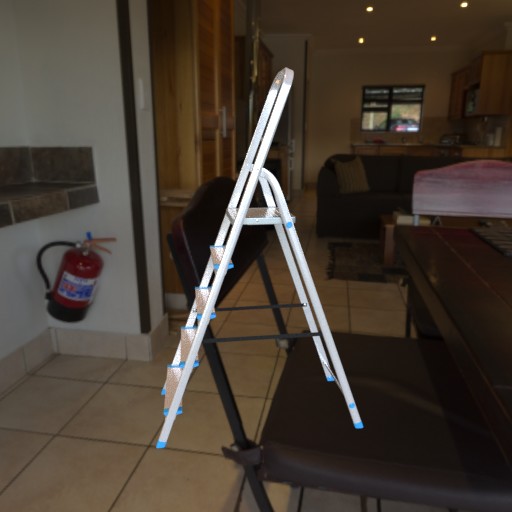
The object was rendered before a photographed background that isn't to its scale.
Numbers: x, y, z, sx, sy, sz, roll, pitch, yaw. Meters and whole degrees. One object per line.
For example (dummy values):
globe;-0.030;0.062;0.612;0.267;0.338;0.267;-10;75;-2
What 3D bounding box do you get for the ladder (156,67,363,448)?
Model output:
ladder;0.000;0.000;2.101;0.990;1.648;0.468;-2;15;-8
